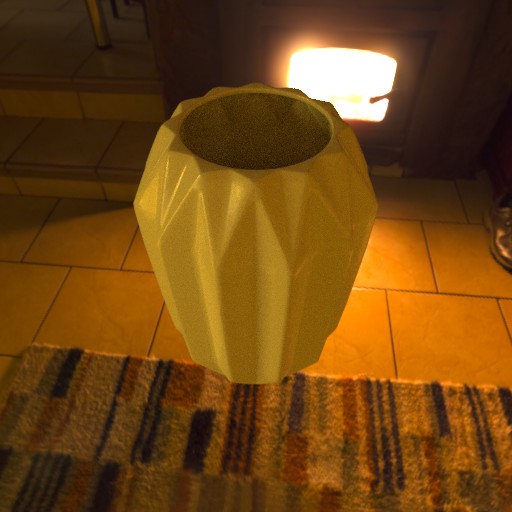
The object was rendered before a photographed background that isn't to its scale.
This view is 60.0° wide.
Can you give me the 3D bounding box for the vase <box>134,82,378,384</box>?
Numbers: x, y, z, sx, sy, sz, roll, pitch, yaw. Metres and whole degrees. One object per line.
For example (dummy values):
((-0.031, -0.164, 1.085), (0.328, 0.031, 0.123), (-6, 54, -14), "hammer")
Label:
((0.000, 0.000, 0.417), (0.195, 0.275, 0.195), (0, 46, 0), "vase")
